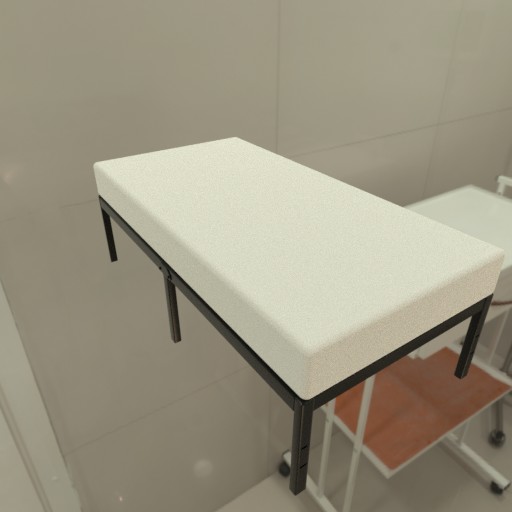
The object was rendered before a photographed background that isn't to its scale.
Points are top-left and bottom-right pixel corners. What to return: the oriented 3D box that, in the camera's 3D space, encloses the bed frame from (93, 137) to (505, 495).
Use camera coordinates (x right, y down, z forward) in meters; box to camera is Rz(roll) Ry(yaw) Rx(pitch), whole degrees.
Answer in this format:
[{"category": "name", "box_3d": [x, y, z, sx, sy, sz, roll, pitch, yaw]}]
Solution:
[{"category": "bed frame", "box_3d": [0.000, 0.000, 2.304, 1.023, 0.659, 1.950, -19, 35, -29]}]
